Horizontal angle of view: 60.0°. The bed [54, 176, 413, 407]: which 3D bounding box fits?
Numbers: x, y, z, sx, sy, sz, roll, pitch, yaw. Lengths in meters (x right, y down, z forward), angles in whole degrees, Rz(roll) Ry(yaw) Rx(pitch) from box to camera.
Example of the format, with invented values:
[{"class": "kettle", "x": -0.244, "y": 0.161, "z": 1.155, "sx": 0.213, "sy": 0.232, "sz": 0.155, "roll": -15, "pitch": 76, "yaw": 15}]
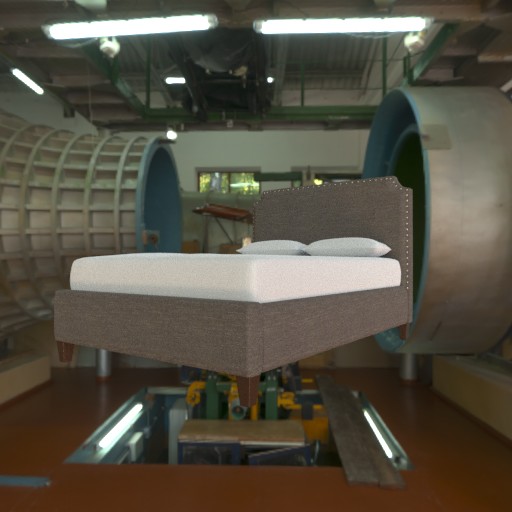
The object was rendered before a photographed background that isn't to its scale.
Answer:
[{"class": "bed", "x": 0.000, "y": 0.000, "z": 3.482, "sx": 1.713, "sy": 1.457, "sz": 2.381, "roll": -1, "pitch": -1, "yaw": 36}]
